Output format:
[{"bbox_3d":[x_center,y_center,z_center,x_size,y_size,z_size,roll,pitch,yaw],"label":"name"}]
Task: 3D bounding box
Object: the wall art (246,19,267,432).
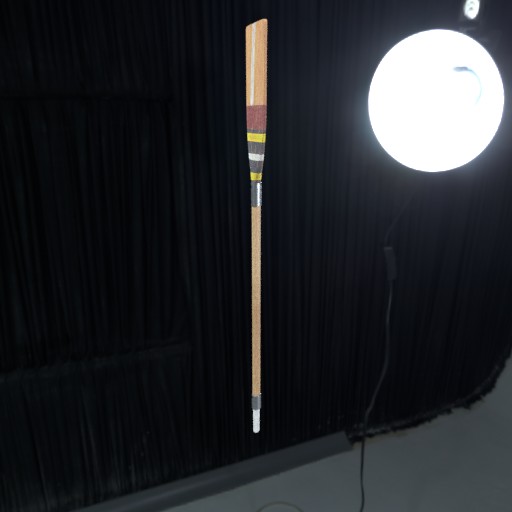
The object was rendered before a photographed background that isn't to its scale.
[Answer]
[{"bbox_3d":[0.000,0.000,1.645,0.038,1.556,0.146,-8,19,-23],"label":"wall art"}]
